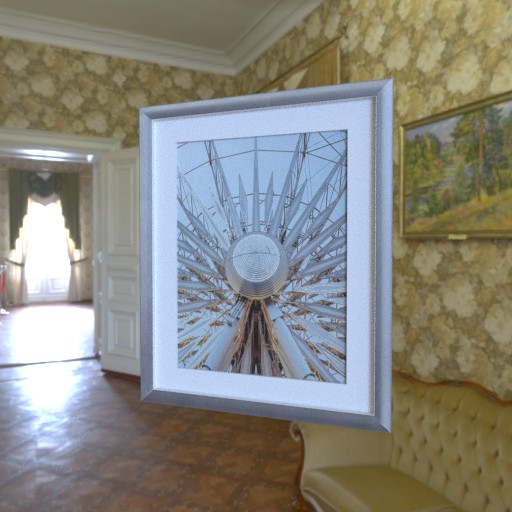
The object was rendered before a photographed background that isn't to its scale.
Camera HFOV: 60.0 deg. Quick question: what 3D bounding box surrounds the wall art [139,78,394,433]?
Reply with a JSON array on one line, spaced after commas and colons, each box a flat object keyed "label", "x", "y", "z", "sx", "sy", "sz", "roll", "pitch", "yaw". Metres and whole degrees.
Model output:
[{"label": "wall art", "x": 0.000, "y": 0.000, "z": 0.779, "sx": 0.458, "sy": 0.558, "sz": 0.029, "roll": 0, "pitch": 1, "yaw": 19}]
